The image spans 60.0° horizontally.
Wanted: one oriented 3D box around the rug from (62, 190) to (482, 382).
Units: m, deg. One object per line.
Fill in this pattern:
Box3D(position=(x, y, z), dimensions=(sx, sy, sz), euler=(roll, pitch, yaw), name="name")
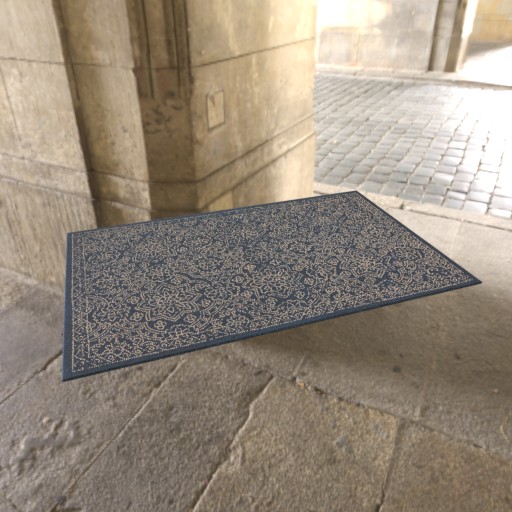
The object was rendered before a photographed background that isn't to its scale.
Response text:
Box3D(position=(0.000, 0.000, 3.015), dimensions=(2.441, 0.015, 1.526), euler=(-10, 33, -16), name="rug")
